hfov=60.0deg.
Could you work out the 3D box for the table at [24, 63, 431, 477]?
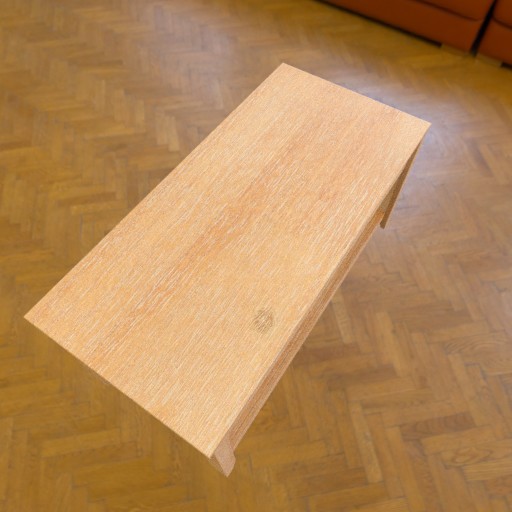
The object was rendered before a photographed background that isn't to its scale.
[{"bbox_3d":[0.000,0.000,1.264,0.483,0.457,1.016,30,63,17],"label":"table"}]
